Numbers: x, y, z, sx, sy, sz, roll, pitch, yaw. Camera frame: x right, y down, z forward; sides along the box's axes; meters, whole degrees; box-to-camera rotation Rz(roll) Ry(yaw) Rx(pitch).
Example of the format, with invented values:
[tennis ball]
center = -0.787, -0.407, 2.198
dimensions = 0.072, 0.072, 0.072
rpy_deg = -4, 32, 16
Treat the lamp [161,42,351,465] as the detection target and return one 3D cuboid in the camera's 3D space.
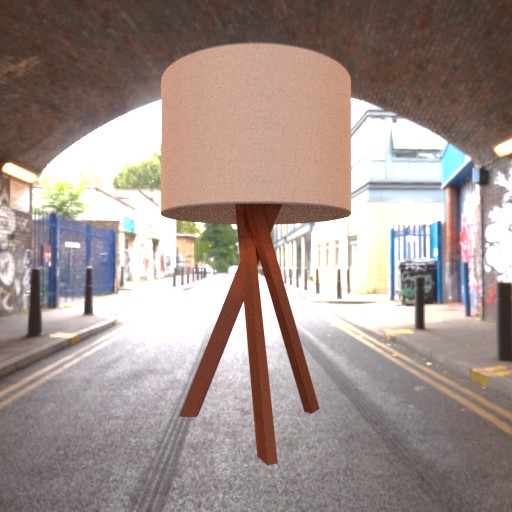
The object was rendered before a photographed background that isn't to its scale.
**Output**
[lamp]
center = 0.000, 0.000, 0.901
dimensions = 0.380, 0.686, 0.380
rpy_deg = -1, -1, 37
